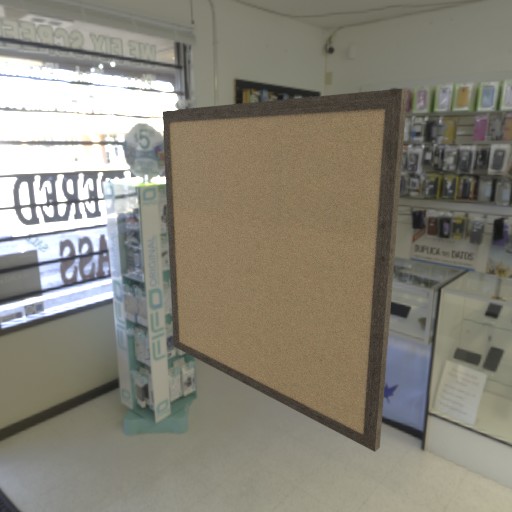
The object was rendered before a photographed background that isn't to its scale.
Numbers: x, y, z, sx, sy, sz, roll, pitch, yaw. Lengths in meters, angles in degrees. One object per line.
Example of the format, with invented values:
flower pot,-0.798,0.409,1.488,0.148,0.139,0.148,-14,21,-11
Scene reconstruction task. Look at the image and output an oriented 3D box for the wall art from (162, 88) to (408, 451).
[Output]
wall art,0.000,0.000,0.696,0.457,0.457,0.013,13,19,43
